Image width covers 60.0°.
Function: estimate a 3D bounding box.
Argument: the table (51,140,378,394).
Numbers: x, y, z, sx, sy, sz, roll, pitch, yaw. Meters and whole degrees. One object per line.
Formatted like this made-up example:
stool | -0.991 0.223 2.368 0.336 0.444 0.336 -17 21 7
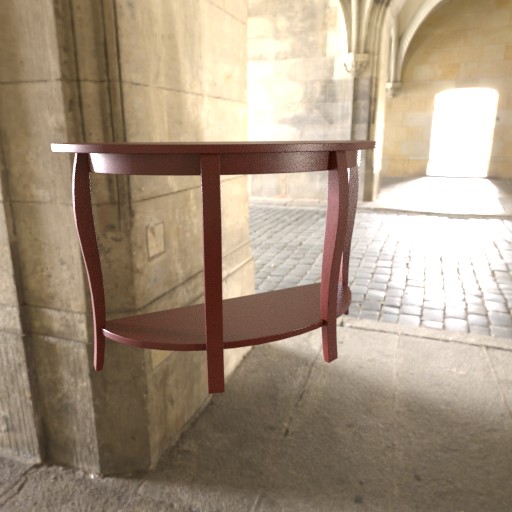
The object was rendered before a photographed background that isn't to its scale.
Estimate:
table | 0.000 0.000 1.570 1.219 0.779 0.405 -8 17 -26
